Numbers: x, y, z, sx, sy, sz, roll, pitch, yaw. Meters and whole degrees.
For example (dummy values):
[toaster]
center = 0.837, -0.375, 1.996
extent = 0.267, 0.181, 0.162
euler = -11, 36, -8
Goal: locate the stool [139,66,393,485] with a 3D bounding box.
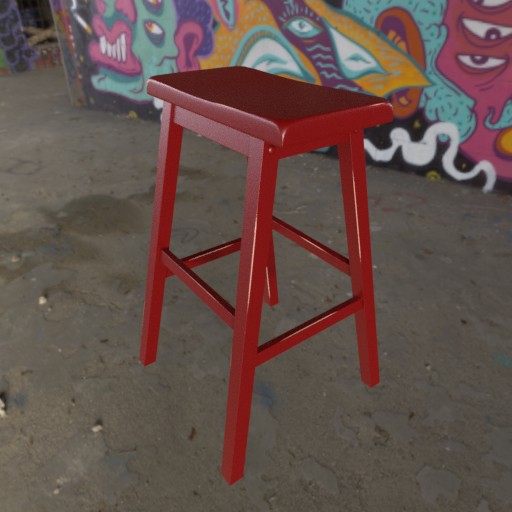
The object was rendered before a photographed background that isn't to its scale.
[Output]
[stool]
center = 0.000, 0.000, 1.013
extent = 0.476, 0.737, 0.457
euler = -21, 38, -30
